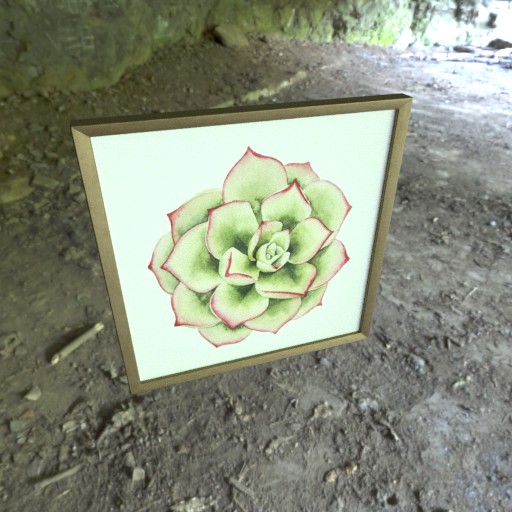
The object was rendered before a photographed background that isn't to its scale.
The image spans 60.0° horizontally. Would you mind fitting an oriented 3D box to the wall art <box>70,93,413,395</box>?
[{"bbox_3d":[0.000,0.000,0.772,0.503,0.506,0.031,-10,34,-15],"label":"wall art"}]
